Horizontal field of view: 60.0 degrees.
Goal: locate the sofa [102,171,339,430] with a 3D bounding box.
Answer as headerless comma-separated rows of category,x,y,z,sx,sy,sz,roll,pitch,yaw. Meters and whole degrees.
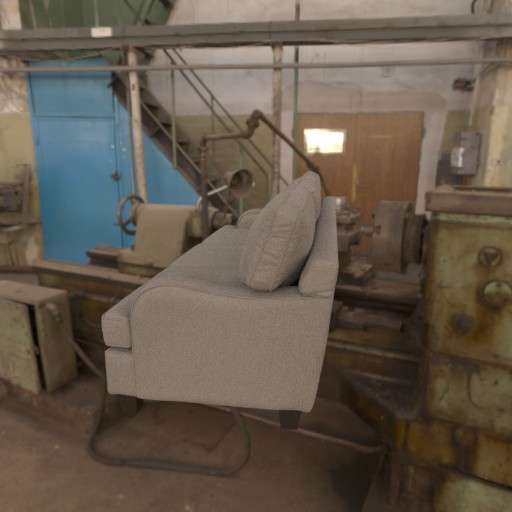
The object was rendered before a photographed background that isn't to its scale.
sofa,0.000,0.000,2.909,1.016,0.991,2.323,2,14,9
